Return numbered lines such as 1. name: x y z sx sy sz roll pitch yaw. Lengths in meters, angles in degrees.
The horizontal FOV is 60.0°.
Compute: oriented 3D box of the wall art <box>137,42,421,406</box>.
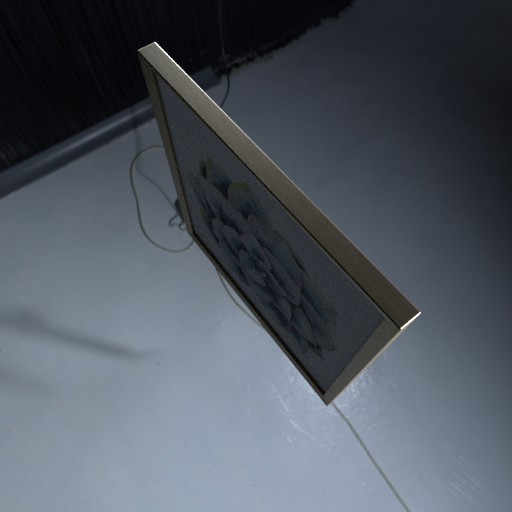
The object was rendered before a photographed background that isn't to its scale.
1. wall art: 0.000 0.000 0.753 0.030 0.506 0.503 -34 68 -16
